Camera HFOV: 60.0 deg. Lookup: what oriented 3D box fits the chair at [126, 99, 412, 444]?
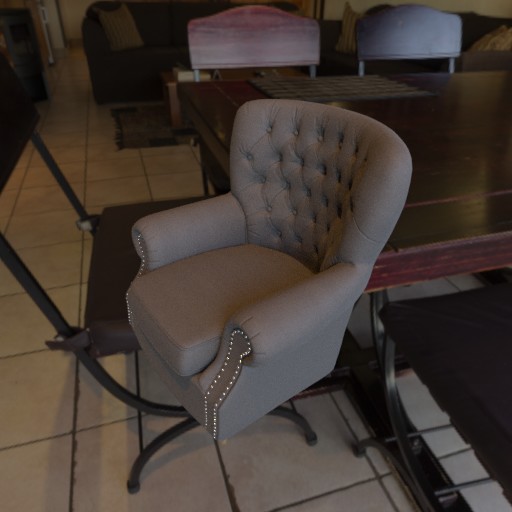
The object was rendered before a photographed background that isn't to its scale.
[{"bbox_3d":[0.000,0.000,1.803,0.983,1.046,0.983,-21,37,-30],"label":"chair"}]
